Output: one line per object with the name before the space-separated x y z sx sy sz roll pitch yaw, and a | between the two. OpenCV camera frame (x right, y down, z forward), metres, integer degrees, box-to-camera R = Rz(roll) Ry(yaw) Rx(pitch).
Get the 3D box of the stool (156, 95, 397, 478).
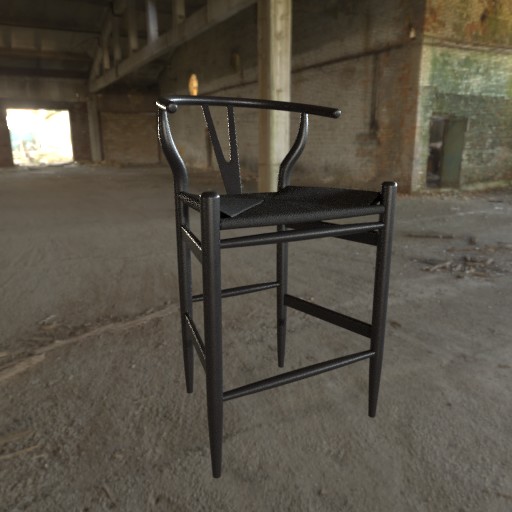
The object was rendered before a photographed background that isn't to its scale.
stool | 0.000 0.000 1.360 0.569 0.970 0.579 -8 16 -28
